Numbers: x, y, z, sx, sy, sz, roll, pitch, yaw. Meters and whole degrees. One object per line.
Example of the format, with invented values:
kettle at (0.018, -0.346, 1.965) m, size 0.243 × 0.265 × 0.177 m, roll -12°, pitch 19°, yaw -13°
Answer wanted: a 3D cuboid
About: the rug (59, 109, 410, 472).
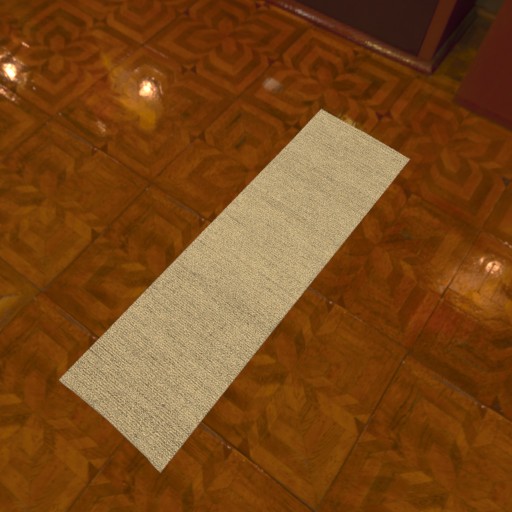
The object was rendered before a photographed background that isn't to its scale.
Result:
rug at (0.000, 0.000, 2.533) m, size 0.692 × 0.032 × 2.320 m, roll 35°, pitch 69°, yaw 16°
